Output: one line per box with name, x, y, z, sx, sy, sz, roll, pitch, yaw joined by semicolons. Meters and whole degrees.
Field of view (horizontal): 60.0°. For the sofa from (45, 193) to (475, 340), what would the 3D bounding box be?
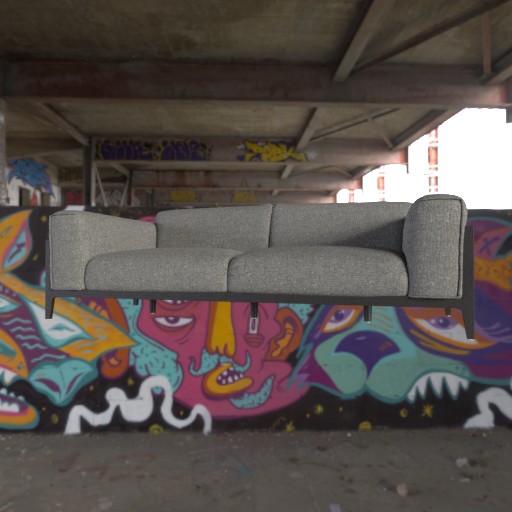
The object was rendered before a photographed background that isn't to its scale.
sofa;0.000;0.000;2.532;2.125;0.703;0.985;0;-1;18
